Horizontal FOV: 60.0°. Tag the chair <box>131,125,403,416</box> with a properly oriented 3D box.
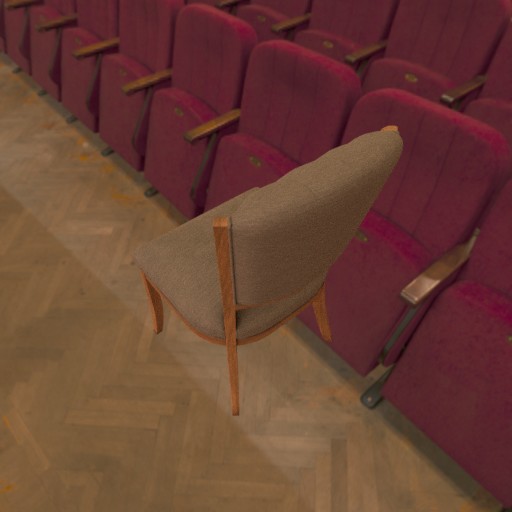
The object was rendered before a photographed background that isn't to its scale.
[{"bbox_3d":[0.000,0.000,1.258,0.513,0.905,0.584,-31,54,-26],"label":"chair"}]
